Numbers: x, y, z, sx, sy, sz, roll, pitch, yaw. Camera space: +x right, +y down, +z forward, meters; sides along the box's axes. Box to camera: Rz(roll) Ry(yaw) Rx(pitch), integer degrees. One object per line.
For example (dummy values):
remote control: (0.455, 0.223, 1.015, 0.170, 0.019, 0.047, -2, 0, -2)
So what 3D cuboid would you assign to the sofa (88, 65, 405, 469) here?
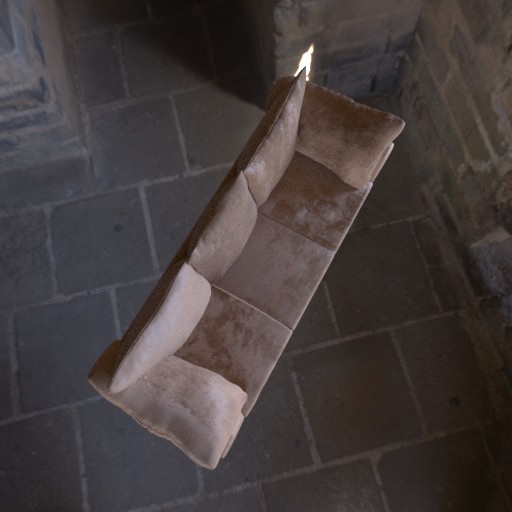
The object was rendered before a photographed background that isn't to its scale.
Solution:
sofa: (0.000, 0.000, 2.877, 0.893, 0.981, 2.377, 29, 77, 7)
